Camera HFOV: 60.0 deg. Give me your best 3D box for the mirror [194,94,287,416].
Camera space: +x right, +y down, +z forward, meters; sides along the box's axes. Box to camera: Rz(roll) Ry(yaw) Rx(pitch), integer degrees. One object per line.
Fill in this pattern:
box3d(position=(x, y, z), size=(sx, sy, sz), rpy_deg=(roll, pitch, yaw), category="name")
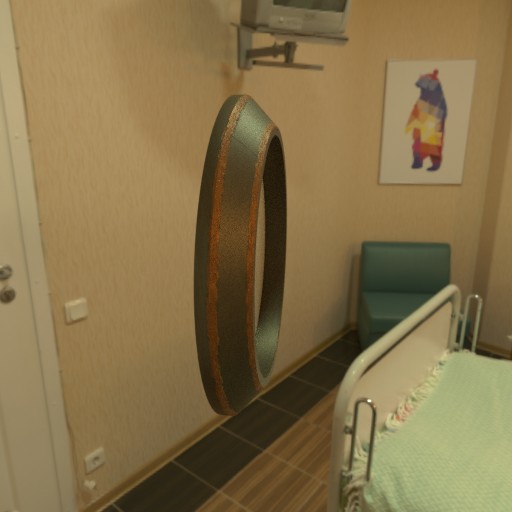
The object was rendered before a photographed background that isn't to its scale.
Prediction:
box3d(position=(0.000, 0.000, 1.324), size=(0.111, 0.907, 0.907), rpy_deg=(3, 16, 9), category="mirror")
